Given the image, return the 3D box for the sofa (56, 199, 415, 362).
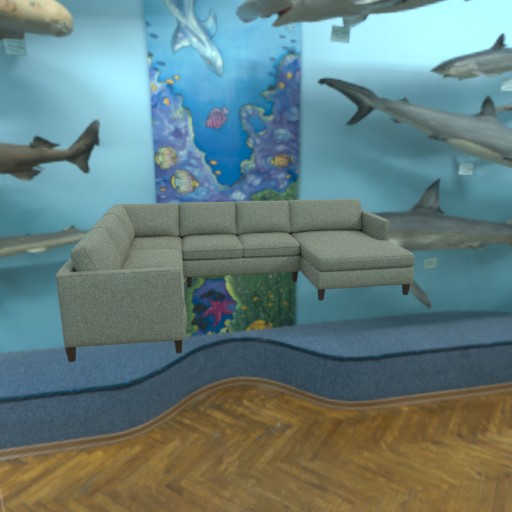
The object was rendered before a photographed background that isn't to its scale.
[{"bbox_3d":[0.000,0.000,4.708,3.403,0.889,2.551,-3,15,-9],"label":"sofa"}]
